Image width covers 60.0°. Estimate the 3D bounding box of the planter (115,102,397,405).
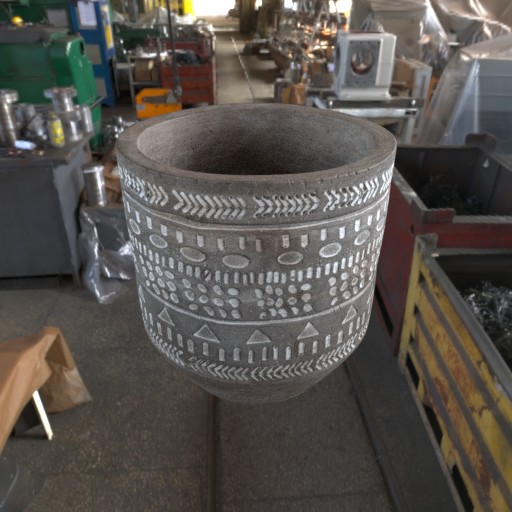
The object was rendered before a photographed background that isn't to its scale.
[{"bbox_3d":[0.000,0.000,0.228,0.122,0.128,0.122,0,31,0],"label":"planter"}]
